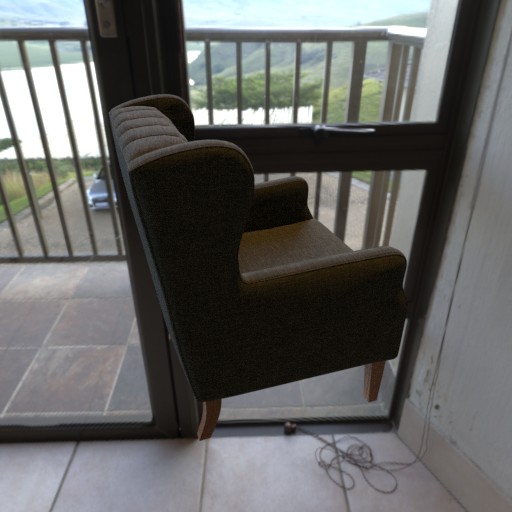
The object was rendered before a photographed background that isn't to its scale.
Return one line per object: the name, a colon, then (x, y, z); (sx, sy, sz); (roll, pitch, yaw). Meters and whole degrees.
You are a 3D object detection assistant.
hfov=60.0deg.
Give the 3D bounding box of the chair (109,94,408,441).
chair: (0.000, 0.000, 1.472); (0.775, 0.953, 0.711); (-10, 31, -17)
